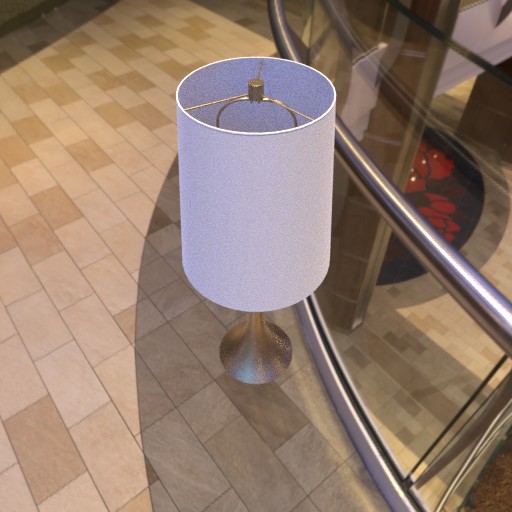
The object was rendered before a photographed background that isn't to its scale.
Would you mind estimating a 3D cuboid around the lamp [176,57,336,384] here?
[{"bbox_3d":[0.000,0.000,0.703,0.231,0.569,0.231,0,47,0],"label":"lamp"}]
